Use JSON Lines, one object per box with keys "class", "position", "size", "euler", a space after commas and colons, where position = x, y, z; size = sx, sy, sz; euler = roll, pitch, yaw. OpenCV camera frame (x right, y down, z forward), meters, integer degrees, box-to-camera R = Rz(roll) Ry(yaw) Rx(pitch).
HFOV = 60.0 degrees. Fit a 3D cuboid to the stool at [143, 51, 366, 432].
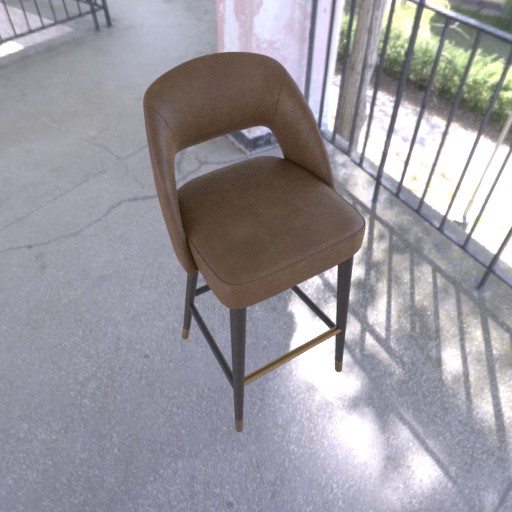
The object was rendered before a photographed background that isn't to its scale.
{"class": "stool", "position": [0.000, 0.000, 1.353], "size": [0.494, 1.037, 0.509], "euler": [-24, 51, -21]}
